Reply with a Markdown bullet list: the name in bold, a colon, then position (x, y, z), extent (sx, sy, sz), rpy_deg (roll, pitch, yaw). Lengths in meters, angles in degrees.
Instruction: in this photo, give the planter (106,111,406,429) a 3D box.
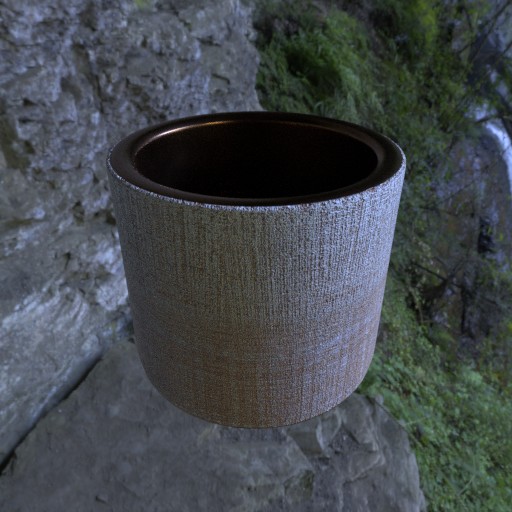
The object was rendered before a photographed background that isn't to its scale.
- **planter**: position (0.000, 0.000, 0.188), extent (0.109, 0.096, 0.109), rpy_deg (0, 32, 0)
